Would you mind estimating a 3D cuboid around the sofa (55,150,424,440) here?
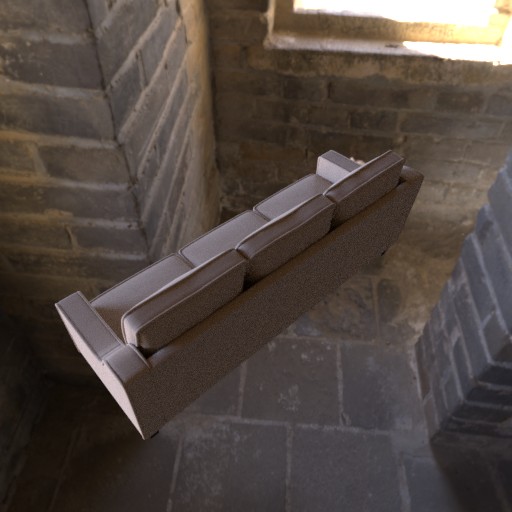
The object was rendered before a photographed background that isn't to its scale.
[{"bbox_3d":[0.000,0.000,2.653,2.131,0.902,0.791,-33,54,-28],"label":"sofa"}]
